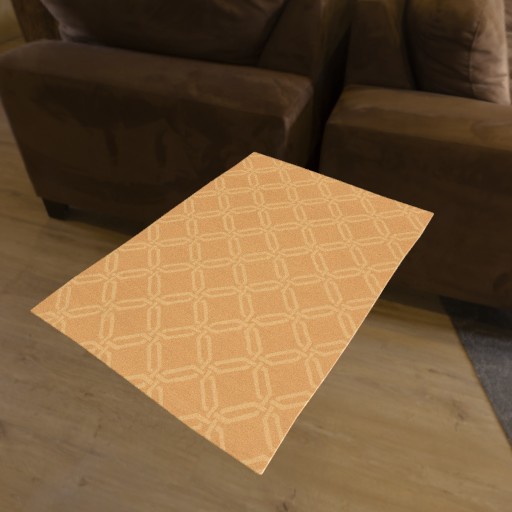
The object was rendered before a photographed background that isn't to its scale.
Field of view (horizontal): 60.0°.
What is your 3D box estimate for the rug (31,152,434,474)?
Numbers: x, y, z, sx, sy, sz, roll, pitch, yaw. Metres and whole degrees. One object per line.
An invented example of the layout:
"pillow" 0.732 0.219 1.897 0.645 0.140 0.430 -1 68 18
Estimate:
"rug" 0.000 0.000 2.721 1.524 0.013 2.135 25 47 25
